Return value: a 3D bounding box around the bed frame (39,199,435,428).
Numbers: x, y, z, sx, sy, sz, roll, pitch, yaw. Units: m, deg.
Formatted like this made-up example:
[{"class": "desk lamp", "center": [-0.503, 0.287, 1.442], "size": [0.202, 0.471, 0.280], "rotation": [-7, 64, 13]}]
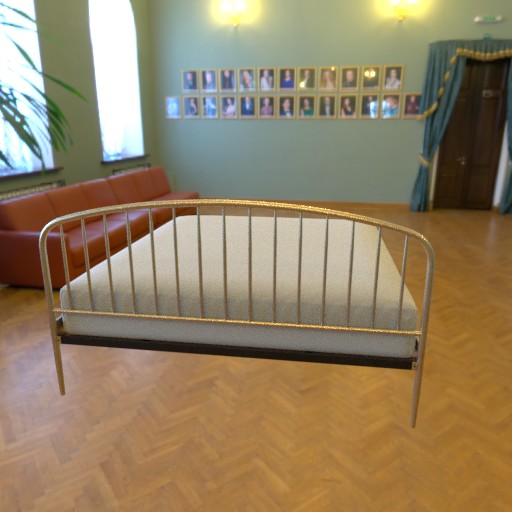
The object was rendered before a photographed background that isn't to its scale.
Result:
[{"class": "bed frame", "center": [0.000, 0.000, 3.309], "size": [2.016, 1.174, 2.152], "rotation": [2, 16, 8]}]
